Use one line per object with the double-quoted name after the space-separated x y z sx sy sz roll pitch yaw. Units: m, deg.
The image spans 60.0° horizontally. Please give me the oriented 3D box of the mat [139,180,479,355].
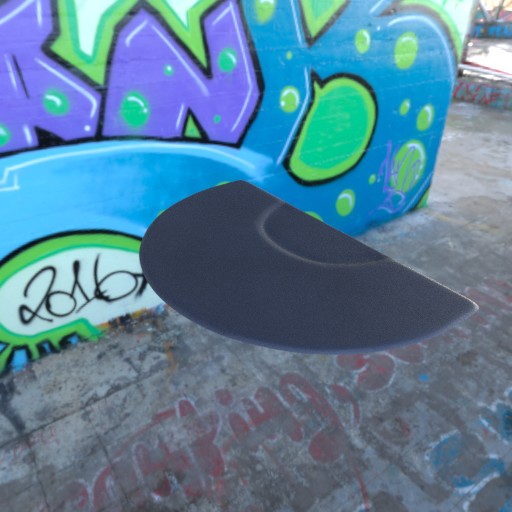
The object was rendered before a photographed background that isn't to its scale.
0.000 0.000 1.885 0.917 0.016 1.525 -21 37 -30 "mat"
